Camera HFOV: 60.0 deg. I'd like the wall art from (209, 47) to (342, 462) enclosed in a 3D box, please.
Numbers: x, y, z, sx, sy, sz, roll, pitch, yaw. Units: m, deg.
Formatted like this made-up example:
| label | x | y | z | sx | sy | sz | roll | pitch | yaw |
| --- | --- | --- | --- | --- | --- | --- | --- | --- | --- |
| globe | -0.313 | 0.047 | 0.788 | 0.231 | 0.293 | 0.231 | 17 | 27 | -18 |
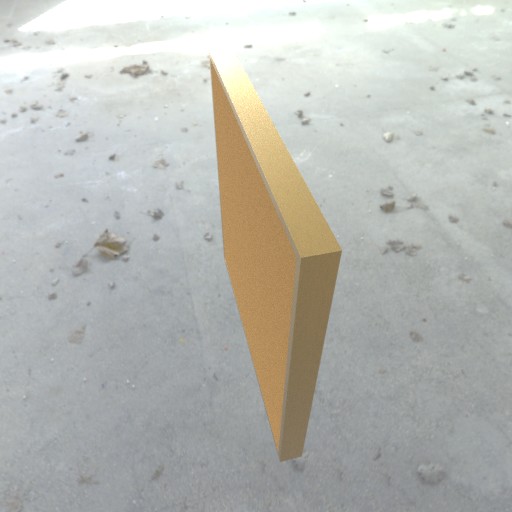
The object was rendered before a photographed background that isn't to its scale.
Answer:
| label | x | y | z | sx | sy | sz | roll | pitch | yaw |
| --- | --- | --- | --- | --- | --- | --- | --- | --- | --- |
| wall art | 0.000 | 0.000 | 0.764 | 0.040 | 0.509 | 0.509 | -10 | 46 | -10 |
